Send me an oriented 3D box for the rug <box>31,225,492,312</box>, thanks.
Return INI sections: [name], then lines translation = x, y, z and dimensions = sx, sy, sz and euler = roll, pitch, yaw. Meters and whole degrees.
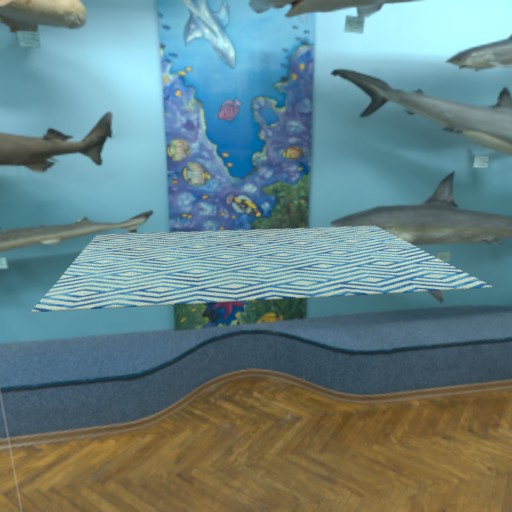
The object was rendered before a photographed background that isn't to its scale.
[rug]
translation = 0.000, 0.000, 2.313
dimensions = 1.830, 0.008, 1.225
euler = -2, 16, -8
